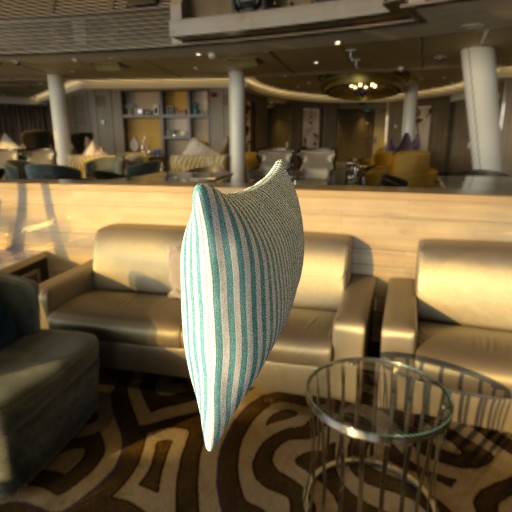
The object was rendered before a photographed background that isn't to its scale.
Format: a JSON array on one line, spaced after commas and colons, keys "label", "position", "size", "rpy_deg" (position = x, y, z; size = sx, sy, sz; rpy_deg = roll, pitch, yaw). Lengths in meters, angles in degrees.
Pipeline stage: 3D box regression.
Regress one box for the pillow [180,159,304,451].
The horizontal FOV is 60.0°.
[{"label": "pillow", "position": [0.000, 0.000, 0.741], "size": [0.151, 0.295, 0.617], "rpy_deg": [3, 15, 10]}]
